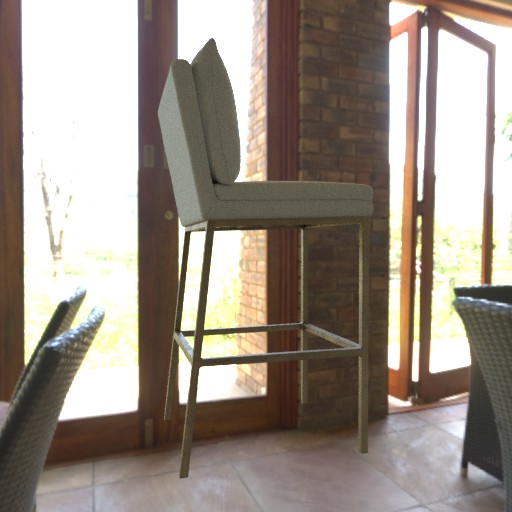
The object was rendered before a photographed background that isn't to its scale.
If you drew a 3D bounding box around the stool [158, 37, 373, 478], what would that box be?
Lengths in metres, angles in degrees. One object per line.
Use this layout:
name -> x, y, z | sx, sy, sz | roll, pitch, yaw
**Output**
stool -> 0.000, 0.000, 1.392 | 0.572, 1.125, 0.463 | 0, 1, -17
